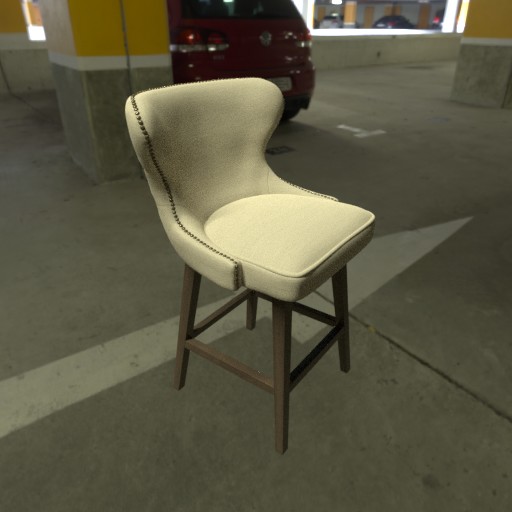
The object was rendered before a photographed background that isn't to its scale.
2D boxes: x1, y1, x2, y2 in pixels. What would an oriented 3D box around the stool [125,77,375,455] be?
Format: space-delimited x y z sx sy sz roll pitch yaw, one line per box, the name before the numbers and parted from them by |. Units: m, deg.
stool | 0.000 0.000 1.376 0.597 0.972 0.615 19 33 32
